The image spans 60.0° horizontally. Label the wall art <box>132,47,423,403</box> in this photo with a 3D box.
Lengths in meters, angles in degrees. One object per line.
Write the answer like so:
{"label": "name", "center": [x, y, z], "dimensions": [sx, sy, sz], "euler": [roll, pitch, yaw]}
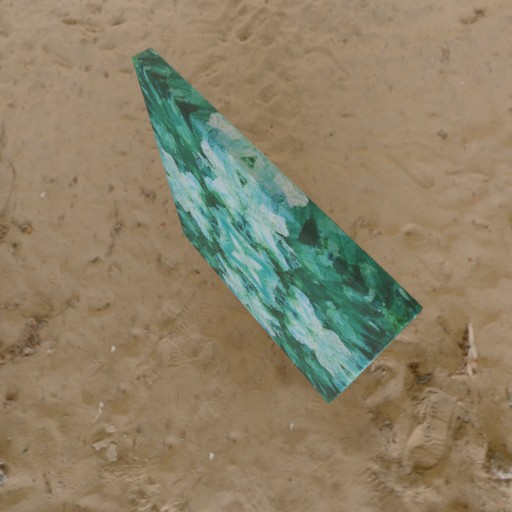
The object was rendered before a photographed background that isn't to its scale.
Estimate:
{"label": "wall art", "center": [0.000, 0.000, 0.761], "dimensions": [0.038, 0.508, 0.507], "euler": [-36, 69, -17]}
